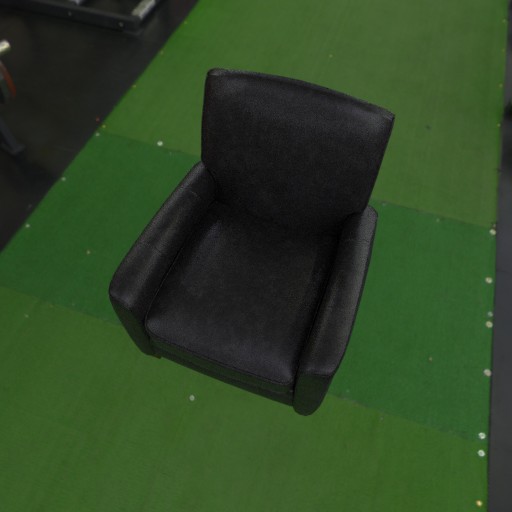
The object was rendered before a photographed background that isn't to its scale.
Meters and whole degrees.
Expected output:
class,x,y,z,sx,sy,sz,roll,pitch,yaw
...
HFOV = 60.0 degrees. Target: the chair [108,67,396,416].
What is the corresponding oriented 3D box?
class,x,y,z,sx,sy,sz,roll,pitch,yaw
chair,0.000,0.000,1.704,0.848,1.014,0.864,18,59,11
